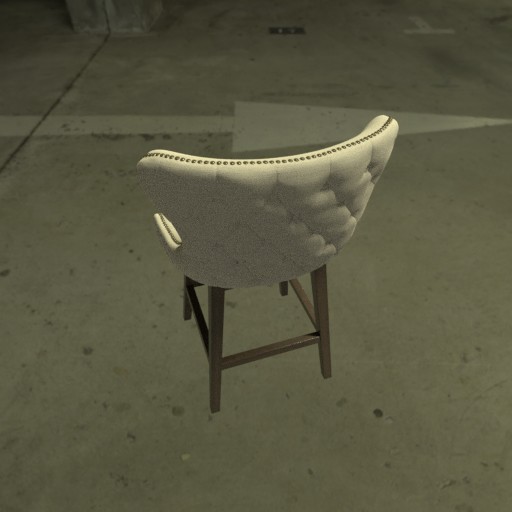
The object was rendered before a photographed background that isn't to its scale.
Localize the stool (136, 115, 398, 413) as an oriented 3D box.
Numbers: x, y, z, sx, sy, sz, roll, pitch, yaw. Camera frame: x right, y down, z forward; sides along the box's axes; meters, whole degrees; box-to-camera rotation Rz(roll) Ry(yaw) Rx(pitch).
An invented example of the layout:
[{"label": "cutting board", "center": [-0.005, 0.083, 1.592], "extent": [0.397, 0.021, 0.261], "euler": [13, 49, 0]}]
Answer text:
[{"label": "stool", "center": [0.000, 0.000, 1.371], "extent": [0.615, 0.972, 0.597], "euler": [-13, 43, -14]}]
